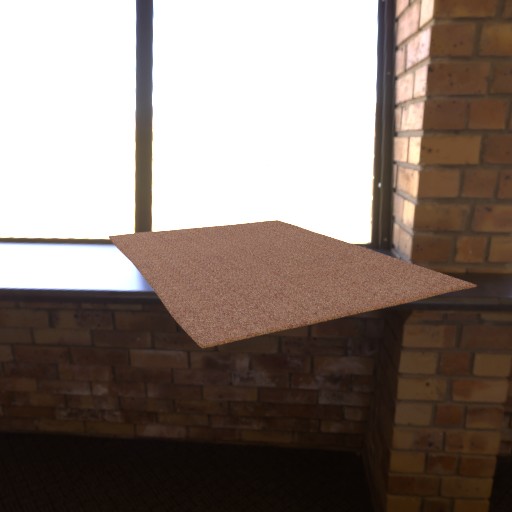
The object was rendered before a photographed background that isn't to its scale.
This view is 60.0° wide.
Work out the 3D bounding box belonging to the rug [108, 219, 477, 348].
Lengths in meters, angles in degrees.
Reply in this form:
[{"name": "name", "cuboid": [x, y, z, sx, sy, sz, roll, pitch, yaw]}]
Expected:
[{"name": "rug", "cuboid": [0.000, 0.000, 2.886, 1.566, 0.013, 2.141, -8, 17, -26]}]
